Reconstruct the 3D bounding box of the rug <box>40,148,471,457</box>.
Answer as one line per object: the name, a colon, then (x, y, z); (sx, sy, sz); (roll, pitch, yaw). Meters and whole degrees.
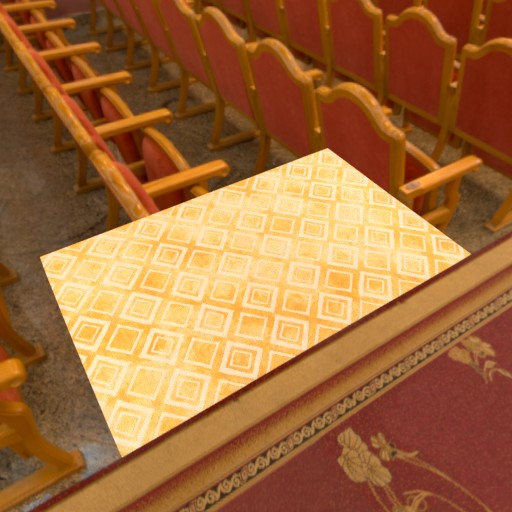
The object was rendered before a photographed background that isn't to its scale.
rug: (0.000, 0.000, 2.924); (2.424, 0.010, 1.511); (-25, 51, -22)
